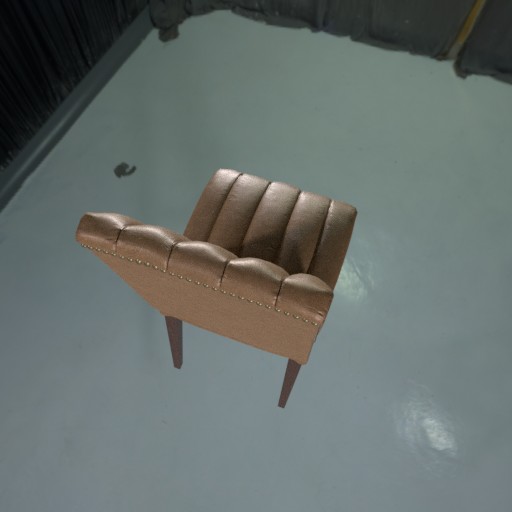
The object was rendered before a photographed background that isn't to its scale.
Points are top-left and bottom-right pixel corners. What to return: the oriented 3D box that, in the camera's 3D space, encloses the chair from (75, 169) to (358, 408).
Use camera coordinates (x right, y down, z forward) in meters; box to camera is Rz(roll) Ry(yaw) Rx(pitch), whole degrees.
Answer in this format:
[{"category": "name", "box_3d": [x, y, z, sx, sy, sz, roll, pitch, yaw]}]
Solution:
[{"category": "chair", "box_3d": [0.000, 0.000, 1.336, 0.511, 1.016, 0.647, 18, 64, 9]}]
